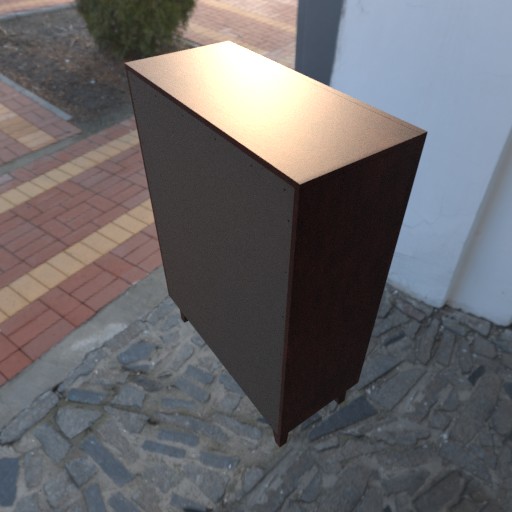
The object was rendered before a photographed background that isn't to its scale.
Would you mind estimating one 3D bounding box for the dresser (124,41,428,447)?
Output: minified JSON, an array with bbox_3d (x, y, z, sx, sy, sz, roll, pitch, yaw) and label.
[{"bbox_3d":[0.000,0.000,2.028,0.506,1.514,1.072,-26,48,-26],"label":"dresser"}]
